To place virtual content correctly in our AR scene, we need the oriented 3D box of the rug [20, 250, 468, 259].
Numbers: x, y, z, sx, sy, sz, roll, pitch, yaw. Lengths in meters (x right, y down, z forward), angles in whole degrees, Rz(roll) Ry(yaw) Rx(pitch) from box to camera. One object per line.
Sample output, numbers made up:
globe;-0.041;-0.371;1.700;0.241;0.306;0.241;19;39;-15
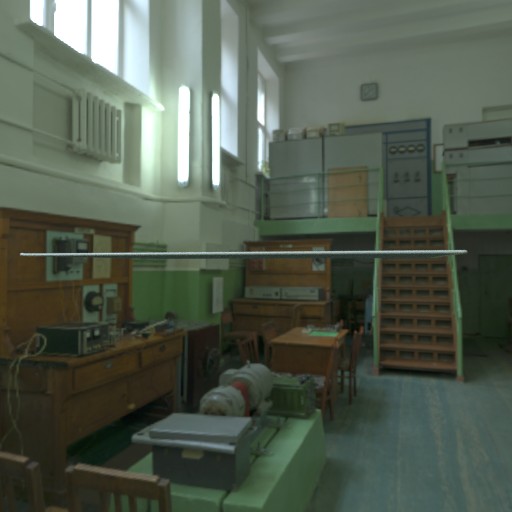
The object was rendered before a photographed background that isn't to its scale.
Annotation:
rug;0.000;0.000;2.832;2.244;0.017;1.532;0;-1;17
